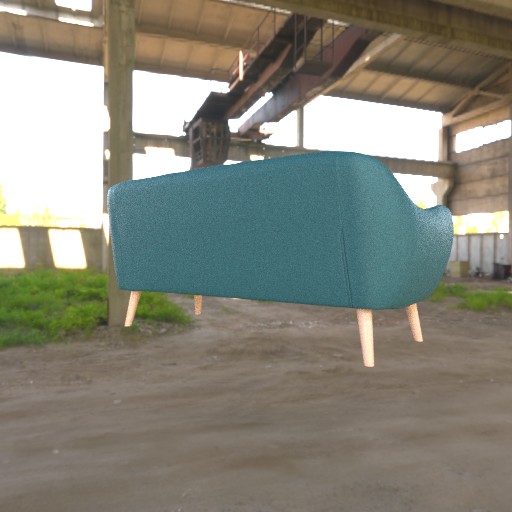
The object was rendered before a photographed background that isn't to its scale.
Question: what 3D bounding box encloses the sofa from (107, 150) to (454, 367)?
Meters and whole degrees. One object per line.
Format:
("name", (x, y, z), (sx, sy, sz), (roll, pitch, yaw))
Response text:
("sofa", (0.000, 0.000, 2.376), (1.840, 0.836, 0.820), (1, 1, 37))
